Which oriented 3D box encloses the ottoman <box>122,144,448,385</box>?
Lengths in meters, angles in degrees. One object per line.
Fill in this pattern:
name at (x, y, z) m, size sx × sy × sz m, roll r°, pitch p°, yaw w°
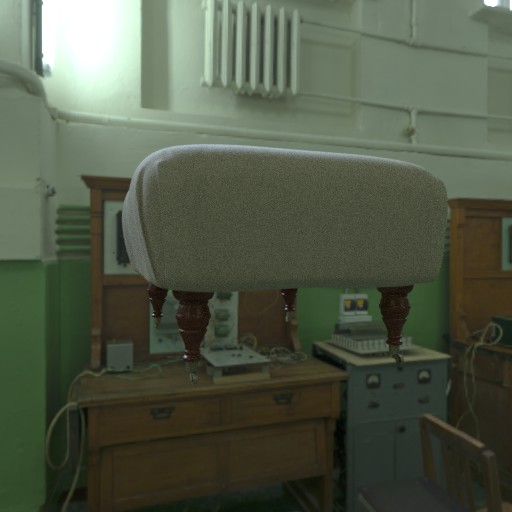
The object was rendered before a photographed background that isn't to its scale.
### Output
ottoman at (0.000, 0.000, 1.136) m, size 0.639 × 0.450 × 0.746 m, roll 0°, pitch 1°, yaw -19°
